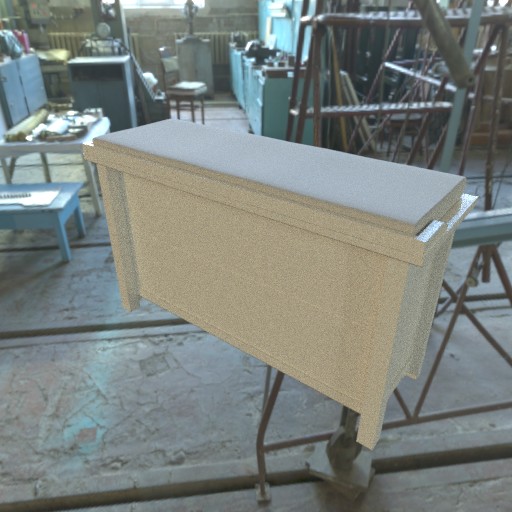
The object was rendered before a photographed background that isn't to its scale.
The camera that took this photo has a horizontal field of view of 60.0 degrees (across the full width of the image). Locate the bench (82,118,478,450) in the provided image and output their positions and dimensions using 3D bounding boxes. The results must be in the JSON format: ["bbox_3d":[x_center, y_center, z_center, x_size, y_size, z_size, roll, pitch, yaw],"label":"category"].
[{"bbox_3d":[0.000,0.000,1.254,0.987,0.589,0.346,21,36,32],"label":"bench"}]
